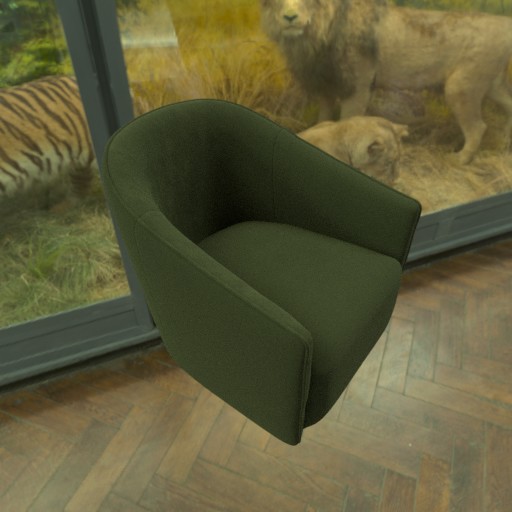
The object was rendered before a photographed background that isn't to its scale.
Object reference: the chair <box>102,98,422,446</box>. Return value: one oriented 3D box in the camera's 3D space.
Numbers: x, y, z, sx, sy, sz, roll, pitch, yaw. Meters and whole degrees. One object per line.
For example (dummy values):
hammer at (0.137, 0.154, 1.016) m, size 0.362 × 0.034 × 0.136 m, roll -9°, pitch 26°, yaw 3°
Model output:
chair at (0.000, 0.000, 1.486) m, size 0.875 × 0.799 × 0.747 m, roll 26°, pitch 46°, yaw 27°
